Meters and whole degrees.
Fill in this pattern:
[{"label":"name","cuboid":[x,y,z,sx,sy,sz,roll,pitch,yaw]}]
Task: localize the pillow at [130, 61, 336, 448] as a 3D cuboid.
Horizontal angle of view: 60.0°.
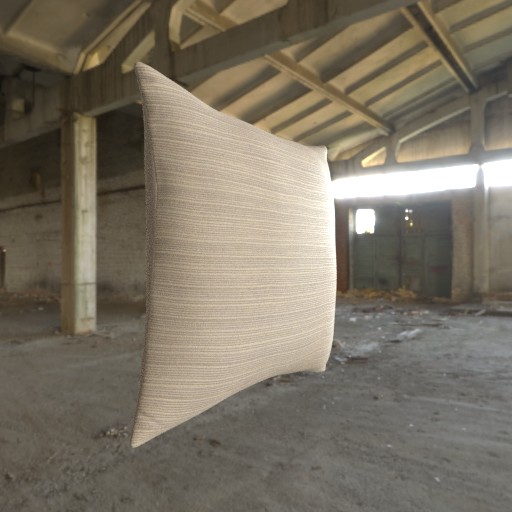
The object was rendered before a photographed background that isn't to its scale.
[{"label":"pillow","cuboid":[0.000,0.000,0.764,0.204,0.497,0.512,0,-1,37]}]
